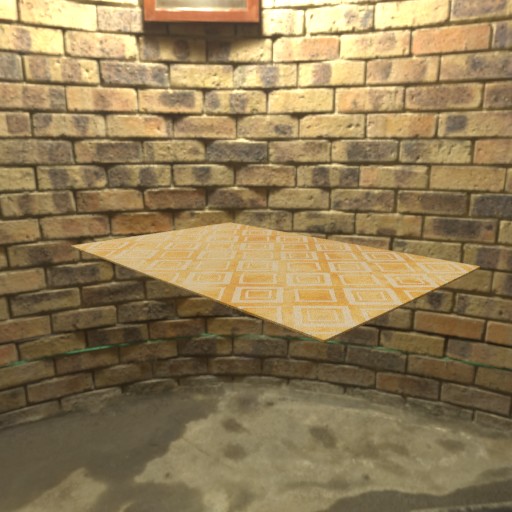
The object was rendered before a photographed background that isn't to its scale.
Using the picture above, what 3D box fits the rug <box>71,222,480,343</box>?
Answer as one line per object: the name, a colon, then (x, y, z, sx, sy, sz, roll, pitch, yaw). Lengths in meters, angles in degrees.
rug: (0.000, 0.000, 2.335, 1.213, 0.010, 1.829, -13, 19, -43)
